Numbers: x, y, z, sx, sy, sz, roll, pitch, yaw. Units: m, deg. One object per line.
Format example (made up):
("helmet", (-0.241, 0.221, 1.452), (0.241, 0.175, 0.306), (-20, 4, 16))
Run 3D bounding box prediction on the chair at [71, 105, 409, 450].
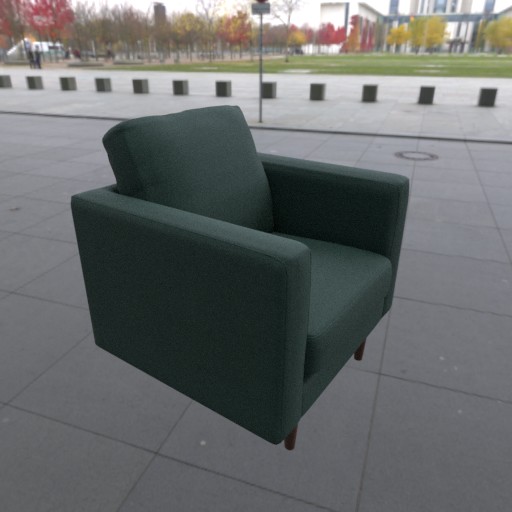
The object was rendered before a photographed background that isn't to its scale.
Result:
("chair", (0.000, 0.000, 1.525), (0.800, 0.927, 0.855), (16, 30, 31))
